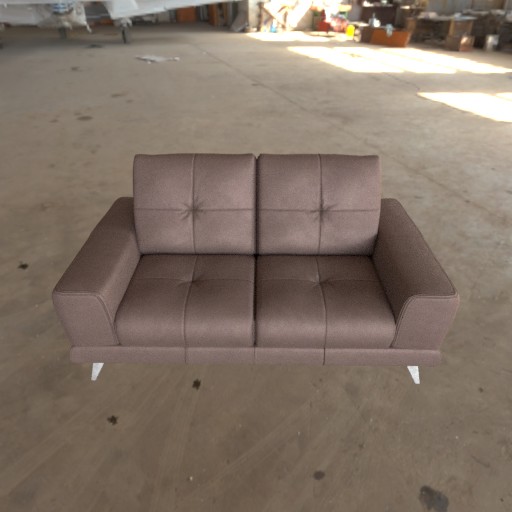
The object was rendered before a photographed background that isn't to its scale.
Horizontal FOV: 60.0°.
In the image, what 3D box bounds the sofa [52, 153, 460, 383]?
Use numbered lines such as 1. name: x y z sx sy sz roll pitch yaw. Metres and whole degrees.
1. sofa: 0.000 0.000 2.356 1.806 0.907 1.018 0 32 1
